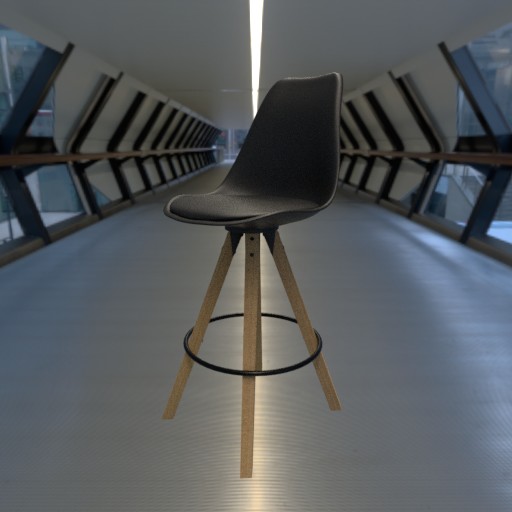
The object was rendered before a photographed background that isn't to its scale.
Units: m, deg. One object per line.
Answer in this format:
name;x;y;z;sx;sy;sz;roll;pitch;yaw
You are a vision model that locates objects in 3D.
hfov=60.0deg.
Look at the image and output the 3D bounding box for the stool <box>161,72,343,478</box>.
stool;0.000;0.000;1.402;0.485;1.115;0.550;14;20;42
